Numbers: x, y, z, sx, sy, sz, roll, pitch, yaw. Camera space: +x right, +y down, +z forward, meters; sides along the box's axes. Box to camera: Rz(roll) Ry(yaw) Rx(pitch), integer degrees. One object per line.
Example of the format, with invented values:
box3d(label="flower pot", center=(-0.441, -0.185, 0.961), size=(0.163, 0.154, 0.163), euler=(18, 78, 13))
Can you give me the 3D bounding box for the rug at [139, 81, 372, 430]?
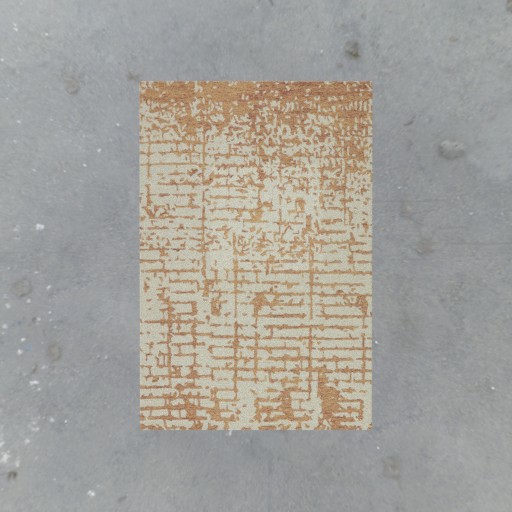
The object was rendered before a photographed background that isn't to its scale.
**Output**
box3d(label="rug", center=(0.000, 0.000, 2.326), size=(1.219, 0.011, 1.829), euler=(0, 90, 0))
